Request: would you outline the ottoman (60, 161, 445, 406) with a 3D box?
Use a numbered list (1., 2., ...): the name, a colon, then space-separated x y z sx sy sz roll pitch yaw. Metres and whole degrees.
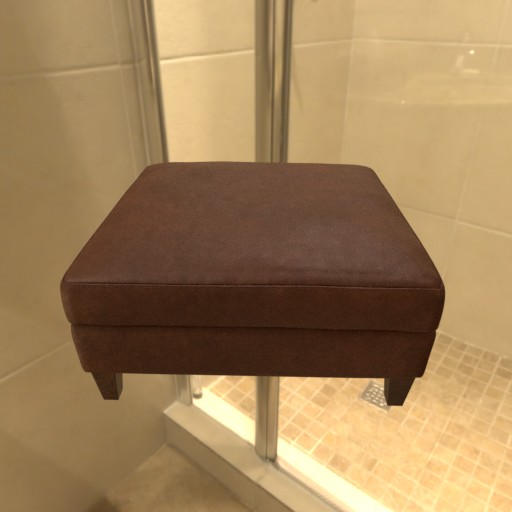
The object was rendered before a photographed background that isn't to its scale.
1. ottoman: 0.000 0.000 1.338 0.836 0.415 0.844 1 29 1
